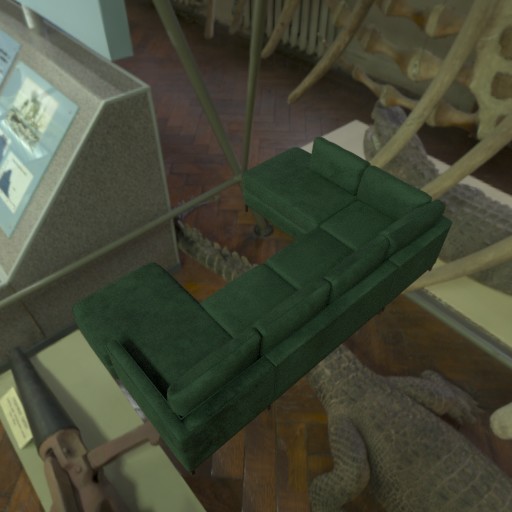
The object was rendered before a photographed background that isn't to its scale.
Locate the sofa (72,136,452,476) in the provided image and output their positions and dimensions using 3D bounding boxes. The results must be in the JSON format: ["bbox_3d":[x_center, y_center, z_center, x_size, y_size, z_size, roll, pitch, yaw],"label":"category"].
[{"bbox_3d":[0.000,0.000,3.880,2.994,0.861,1.992,-32,53,-28],"label":"sofa"}]
